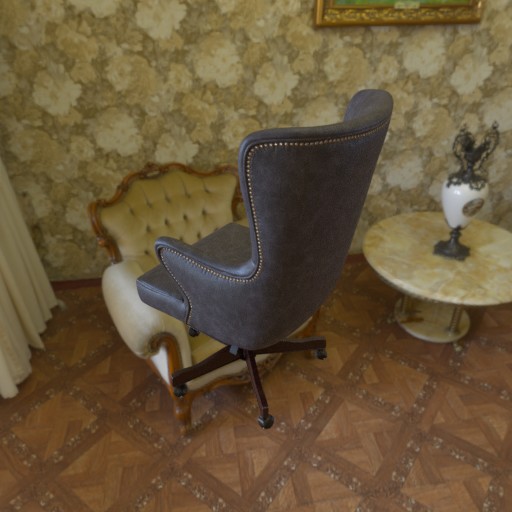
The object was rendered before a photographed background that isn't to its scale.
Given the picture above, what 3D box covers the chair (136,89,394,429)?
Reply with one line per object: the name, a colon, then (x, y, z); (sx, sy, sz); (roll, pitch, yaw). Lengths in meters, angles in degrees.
chair: (0.000, 0.000, 1.476); (0.717, 1.037, 0.594); (20, 37, 30)
